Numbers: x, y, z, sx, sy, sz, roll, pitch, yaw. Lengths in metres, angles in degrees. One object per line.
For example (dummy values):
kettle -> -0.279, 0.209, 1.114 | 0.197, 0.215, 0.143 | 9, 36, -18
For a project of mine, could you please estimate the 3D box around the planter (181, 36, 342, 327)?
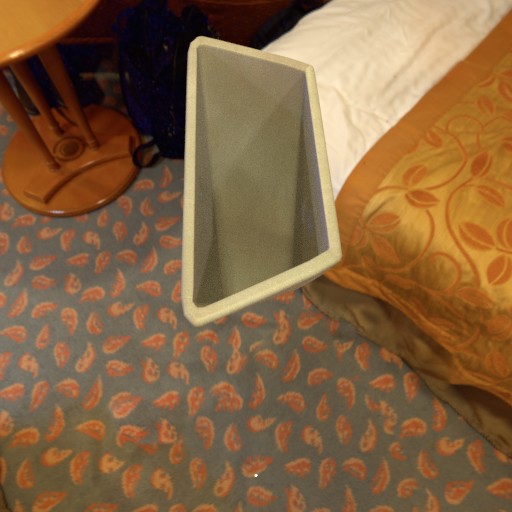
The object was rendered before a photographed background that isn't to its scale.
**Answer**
planter -> 0.000, 0.000, 0.276 | 0.060, 0.197, 0.150 | -2, 64, -1
